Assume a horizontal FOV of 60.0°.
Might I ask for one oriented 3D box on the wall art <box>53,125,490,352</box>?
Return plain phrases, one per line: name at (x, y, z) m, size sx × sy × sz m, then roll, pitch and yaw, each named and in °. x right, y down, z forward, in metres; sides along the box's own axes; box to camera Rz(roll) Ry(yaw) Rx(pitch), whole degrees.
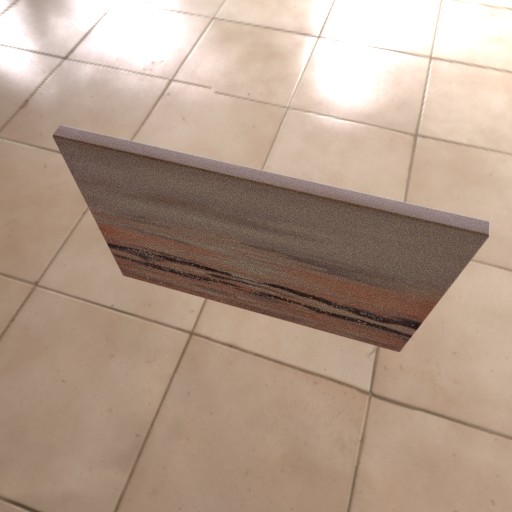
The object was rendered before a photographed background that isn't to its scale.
wall art at (0.000, 0.000, 1.153) m, size 0.913 × 0.609 × 0.038 m, roll 14°, pitch 59°, yaw 9°
